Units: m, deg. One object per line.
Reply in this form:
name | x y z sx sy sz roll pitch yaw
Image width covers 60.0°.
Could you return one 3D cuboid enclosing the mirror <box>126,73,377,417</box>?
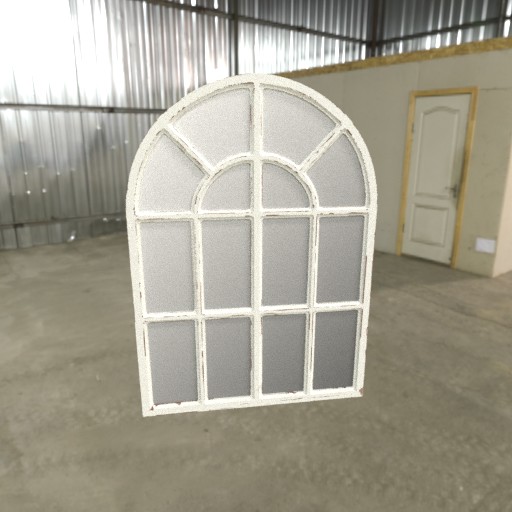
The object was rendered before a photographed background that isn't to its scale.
mirror | 0.000 0.000 1.203 0.660 0.920 0.032 -2 16 -8
